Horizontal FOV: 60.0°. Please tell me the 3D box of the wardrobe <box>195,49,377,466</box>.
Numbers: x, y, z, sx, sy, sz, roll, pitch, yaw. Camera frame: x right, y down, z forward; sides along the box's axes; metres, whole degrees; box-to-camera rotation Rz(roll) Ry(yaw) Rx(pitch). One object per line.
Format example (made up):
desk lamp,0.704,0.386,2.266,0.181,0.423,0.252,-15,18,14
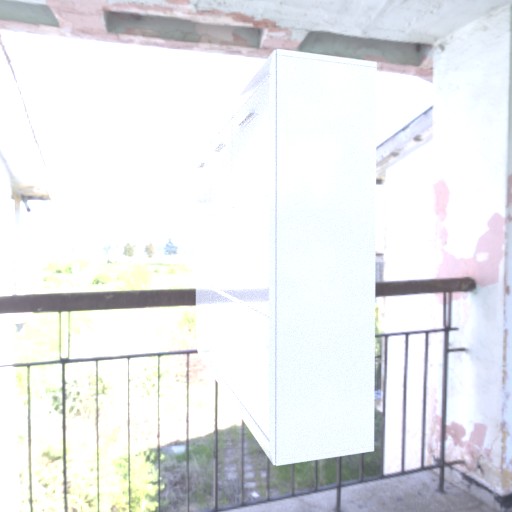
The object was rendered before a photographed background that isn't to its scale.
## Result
wardrobe,0.000,0.000,1.940,0.360,1.200,1.340,0,2,-17
